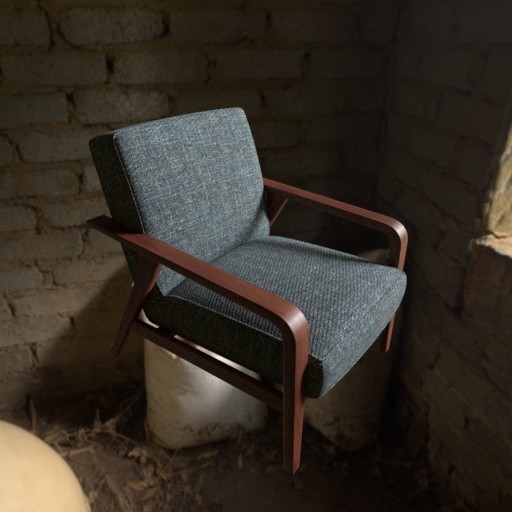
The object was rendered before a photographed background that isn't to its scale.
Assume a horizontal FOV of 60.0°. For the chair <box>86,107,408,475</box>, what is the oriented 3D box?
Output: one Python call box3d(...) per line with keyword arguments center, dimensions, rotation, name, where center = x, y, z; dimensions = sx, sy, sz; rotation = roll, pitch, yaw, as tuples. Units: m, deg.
box3d(center=(0.000, 0.000, 1.499), dimensions=(0.889, 0.864, 0.719), rotation=(19, 33, 32), name="chair")
